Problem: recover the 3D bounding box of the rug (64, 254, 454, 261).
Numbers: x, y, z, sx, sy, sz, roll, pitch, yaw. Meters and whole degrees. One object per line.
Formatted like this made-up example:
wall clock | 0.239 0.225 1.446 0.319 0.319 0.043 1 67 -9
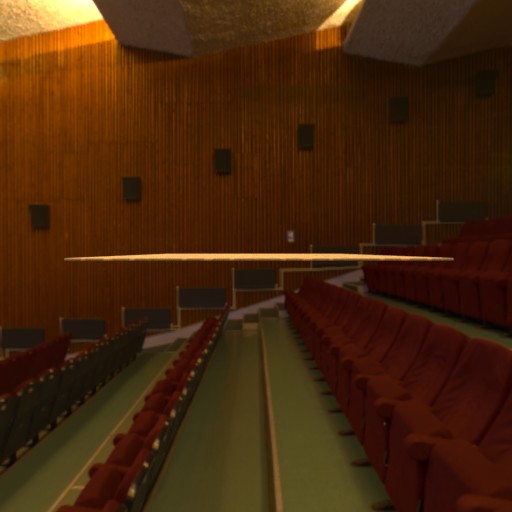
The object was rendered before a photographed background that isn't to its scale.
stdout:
rug | 0.000 0.000 2.680 1.451 0.010 2.080 0 1 -1
